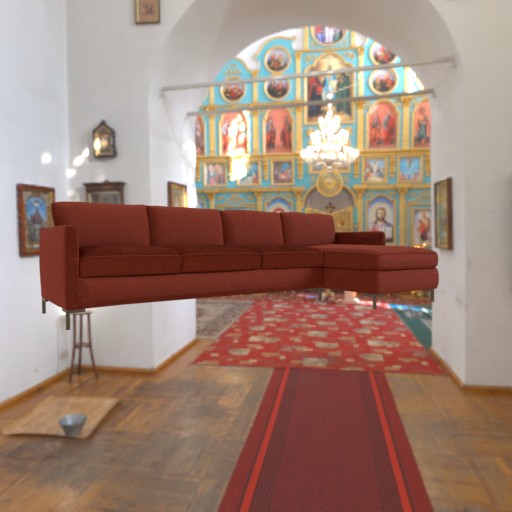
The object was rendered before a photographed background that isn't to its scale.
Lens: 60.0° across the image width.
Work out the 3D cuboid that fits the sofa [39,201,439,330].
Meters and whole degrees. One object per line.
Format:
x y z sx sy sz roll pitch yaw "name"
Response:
0.000 0.000 3.482 2.932 0.810 1.350 -1 2 -35 "sofa"
